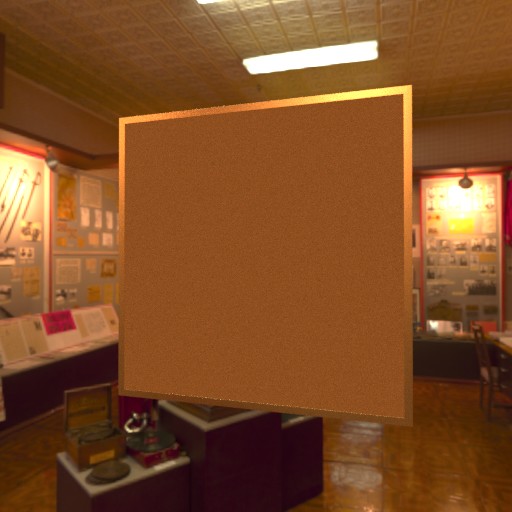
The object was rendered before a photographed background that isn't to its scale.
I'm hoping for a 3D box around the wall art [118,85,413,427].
[{"bbox_3d":[0.000,0.000,0.459,0.304,0.304,0.038,0,-1,18],"label":"wall art"}]
